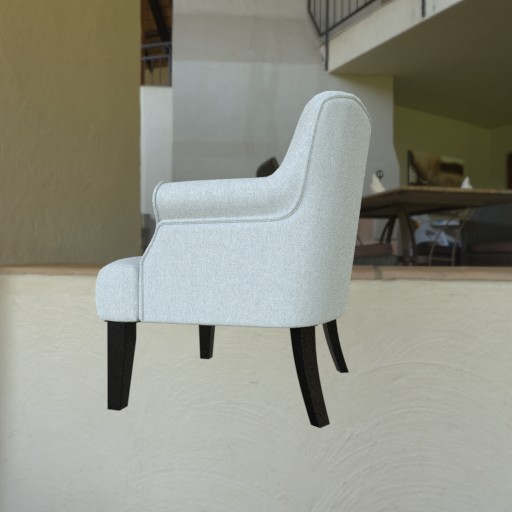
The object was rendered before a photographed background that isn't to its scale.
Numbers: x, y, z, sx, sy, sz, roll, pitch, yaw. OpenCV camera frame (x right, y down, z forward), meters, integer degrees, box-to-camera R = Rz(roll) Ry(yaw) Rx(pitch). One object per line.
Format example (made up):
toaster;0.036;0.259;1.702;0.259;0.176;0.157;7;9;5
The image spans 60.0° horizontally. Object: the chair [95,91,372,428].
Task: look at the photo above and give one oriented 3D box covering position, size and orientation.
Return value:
chair;0.000;0.000;1.489;0.750;0.875;0.781;0;0;17
